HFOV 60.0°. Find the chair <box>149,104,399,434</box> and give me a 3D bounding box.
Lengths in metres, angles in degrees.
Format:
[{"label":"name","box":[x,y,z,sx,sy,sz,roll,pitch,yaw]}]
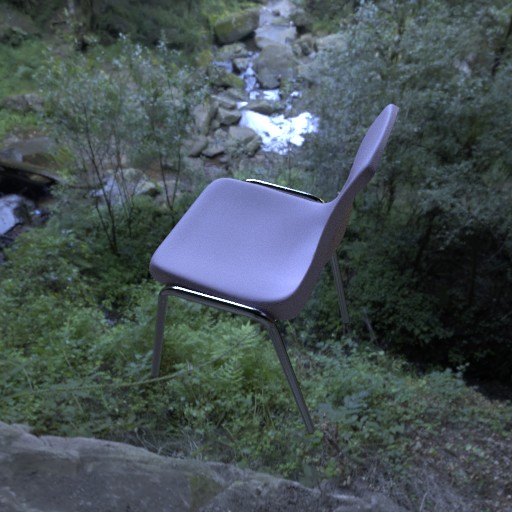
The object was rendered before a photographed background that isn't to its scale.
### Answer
[{"label":"chair","box":[0.000,0.000,0.955,0.436,0.704,0.381,16,48,15]}]
